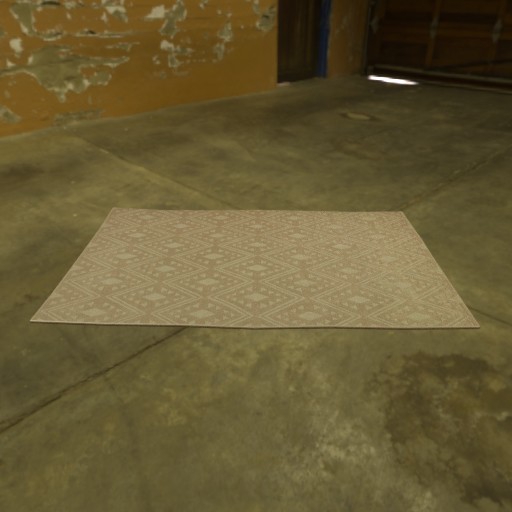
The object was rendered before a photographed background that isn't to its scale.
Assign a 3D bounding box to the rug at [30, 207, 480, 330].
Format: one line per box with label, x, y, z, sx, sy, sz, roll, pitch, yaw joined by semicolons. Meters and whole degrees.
rug;0.000;0.000;3.053;2.430;0.053;1.553;0;29;1
